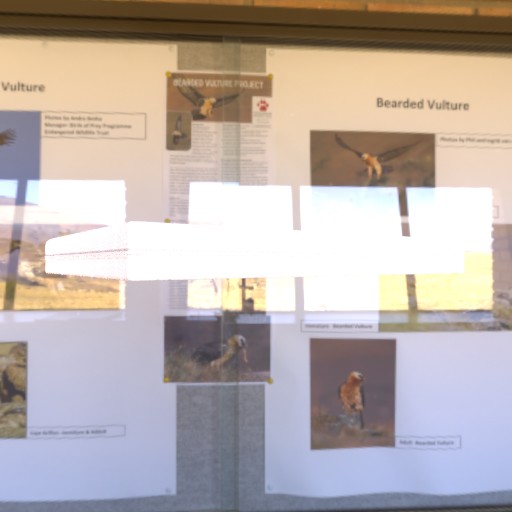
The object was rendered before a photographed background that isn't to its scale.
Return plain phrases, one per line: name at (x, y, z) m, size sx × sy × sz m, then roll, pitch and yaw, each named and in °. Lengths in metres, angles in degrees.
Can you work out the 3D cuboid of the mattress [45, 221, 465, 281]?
mattress at (0.000, 0.000, 2.565) m, size 2.000 × 0.200 × 1.400 m, roll 1°, pitch -1°, yaw -36°
